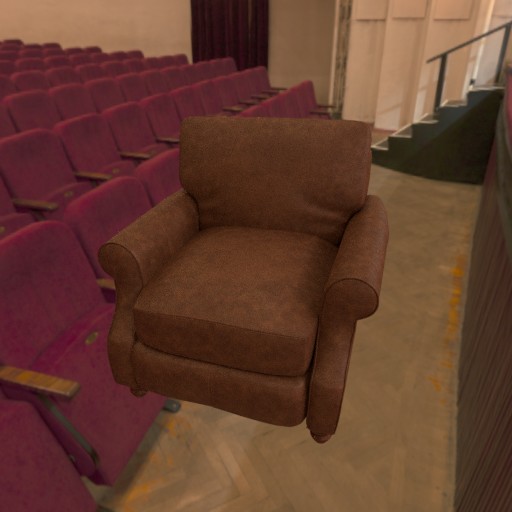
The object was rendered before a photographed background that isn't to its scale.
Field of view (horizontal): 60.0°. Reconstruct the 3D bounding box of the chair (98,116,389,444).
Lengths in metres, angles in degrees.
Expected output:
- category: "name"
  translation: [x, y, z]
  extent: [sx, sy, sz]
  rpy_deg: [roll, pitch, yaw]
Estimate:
- category: "chair"
  translation: [0.000, 0.000, 1.777]
  extent: [0.996, 0.976, 1.002]
  rpy_deg: [8, 28, 15]
